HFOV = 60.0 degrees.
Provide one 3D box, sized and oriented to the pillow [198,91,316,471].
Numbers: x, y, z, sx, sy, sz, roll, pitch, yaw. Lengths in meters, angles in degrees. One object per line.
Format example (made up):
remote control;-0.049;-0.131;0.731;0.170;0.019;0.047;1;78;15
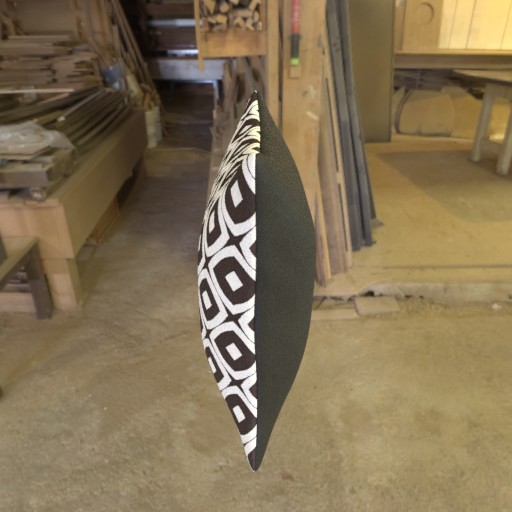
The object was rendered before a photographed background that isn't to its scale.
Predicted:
pillow;0.000;0.000;0.785;0.188;0.494;0.504;0;28;0
